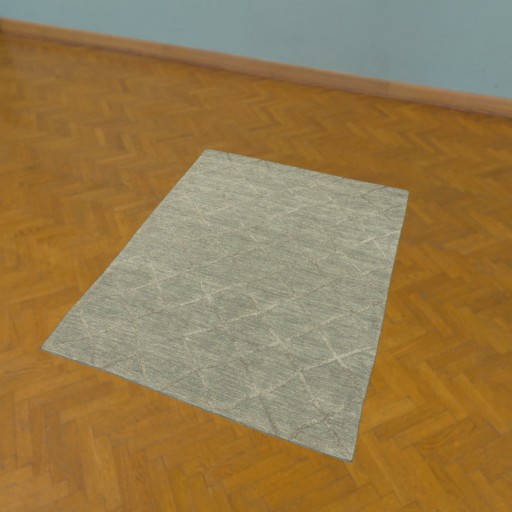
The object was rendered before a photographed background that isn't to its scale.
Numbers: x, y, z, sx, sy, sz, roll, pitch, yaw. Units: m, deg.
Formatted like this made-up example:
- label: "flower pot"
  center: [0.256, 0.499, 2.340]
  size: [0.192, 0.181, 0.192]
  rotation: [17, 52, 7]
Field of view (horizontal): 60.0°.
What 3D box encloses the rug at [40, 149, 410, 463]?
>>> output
- label: "rug"
  center: [0.000, 0.000, 4.088]
  size: [2.438, 0.013, 3.048]
  rotation: [15, 47, 14]
